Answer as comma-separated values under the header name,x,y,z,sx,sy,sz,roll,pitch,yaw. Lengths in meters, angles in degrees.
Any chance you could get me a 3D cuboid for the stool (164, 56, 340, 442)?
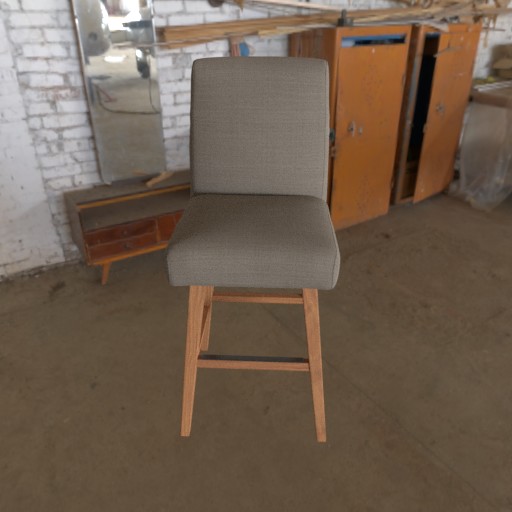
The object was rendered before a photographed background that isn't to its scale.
name,x,y,z,sx,sy,sz,roll,pitch,yaw
stool,0.000,0.000,1.402,0.483,1.112,0.570,1,29,2
